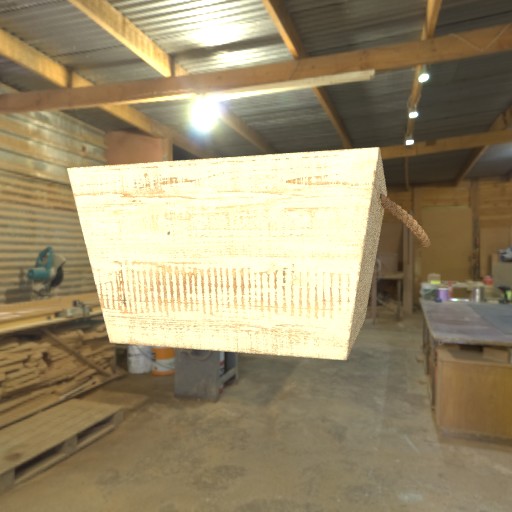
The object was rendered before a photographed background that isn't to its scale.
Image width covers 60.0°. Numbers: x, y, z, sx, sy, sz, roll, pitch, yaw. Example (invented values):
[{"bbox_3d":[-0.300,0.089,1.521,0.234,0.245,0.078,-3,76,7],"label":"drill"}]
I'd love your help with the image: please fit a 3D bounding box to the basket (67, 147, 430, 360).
[{"bbox_3d":[0.000,0.000,0.744,0.545,0.247,0.413,0,1,17],"label":"basket"}]
